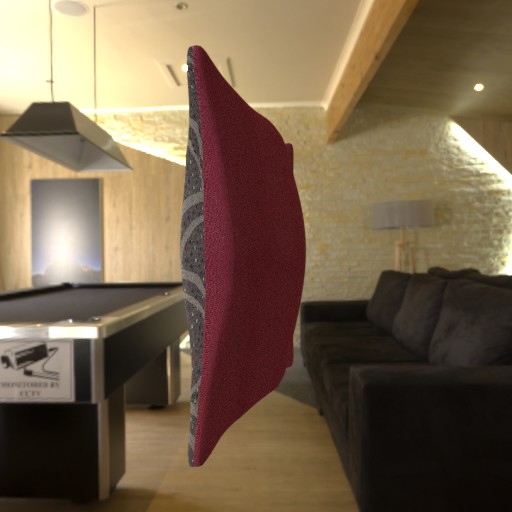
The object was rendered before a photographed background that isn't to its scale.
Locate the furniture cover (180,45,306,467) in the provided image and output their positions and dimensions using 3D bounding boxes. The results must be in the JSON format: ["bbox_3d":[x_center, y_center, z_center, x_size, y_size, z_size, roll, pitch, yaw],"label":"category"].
[{"bbox_3d":[0.000,0.000,0.777,0.163,0.513,0.514,0,1,17],"label":"furniture cover"}]
